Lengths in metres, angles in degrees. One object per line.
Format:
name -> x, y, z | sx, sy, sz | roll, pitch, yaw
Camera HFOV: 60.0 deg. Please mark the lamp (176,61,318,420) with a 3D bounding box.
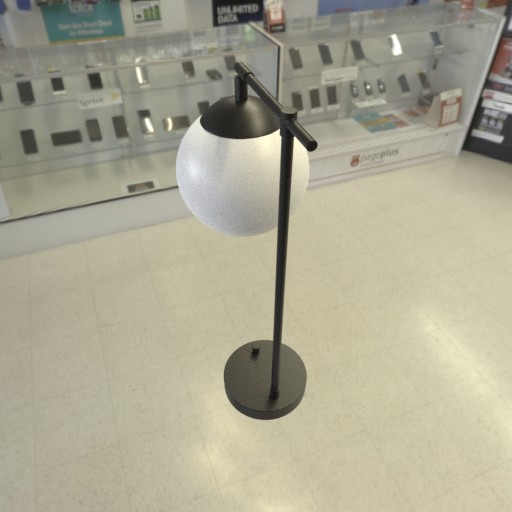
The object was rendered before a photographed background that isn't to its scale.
lamp -> 0.000, 0.000, 0.699 | 0.197, 0.559, 0.316 | -13, 43, -14
